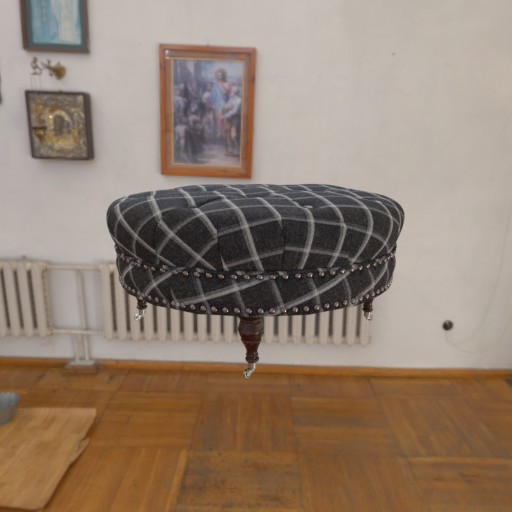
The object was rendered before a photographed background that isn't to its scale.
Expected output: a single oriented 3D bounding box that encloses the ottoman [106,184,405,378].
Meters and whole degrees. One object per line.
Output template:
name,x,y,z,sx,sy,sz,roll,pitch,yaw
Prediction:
ottoman,0.000,0.000,1.422,0.901,0.439,0.901,0,13,0
